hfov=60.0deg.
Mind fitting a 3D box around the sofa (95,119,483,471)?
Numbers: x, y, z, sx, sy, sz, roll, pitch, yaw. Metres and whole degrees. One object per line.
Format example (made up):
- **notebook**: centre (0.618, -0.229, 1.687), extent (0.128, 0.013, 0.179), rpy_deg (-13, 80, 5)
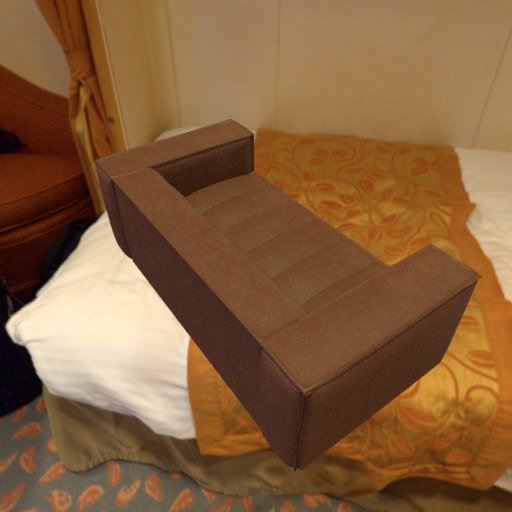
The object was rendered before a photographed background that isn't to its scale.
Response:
- **sofa**: centre (0.000, 0.000, 2.599), extent (1.102, 0.703, 2.088), rpy_deg (-25, 47, -26)
